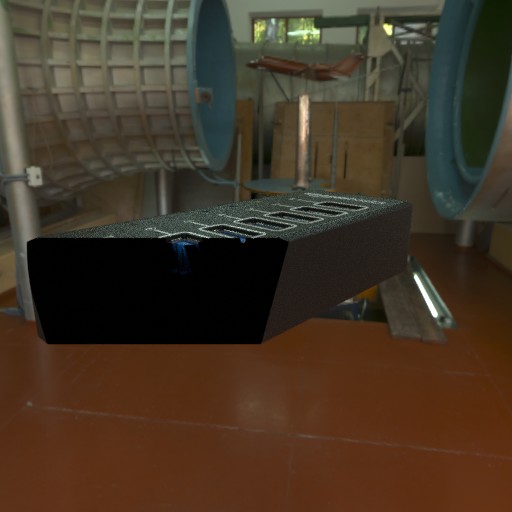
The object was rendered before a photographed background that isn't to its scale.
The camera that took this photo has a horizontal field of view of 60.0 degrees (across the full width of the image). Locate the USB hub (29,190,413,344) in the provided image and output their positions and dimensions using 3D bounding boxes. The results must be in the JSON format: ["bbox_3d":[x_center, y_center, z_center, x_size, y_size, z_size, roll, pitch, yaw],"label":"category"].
[{"bbox_3d":[0.000,0.000,0.126,0.044,0.023,0.110,15,22,41],"label":"USB hub"}]
